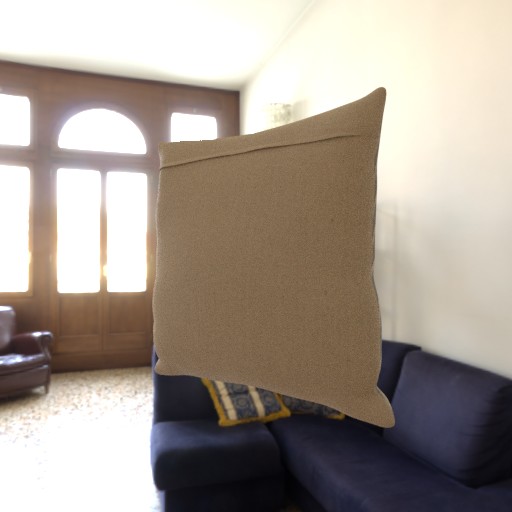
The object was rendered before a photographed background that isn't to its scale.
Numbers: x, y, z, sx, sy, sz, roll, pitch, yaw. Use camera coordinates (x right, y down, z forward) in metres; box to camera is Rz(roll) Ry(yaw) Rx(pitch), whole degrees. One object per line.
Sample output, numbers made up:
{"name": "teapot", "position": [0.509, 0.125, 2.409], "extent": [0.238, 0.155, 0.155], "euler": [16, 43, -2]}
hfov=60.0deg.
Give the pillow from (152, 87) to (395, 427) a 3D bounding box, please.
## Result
{"name": "pillow", "position": [0.000, 0.000, 0.697], "extent": [0.440, 0.441, 0.182], "euler": [0, -1, 35]}
